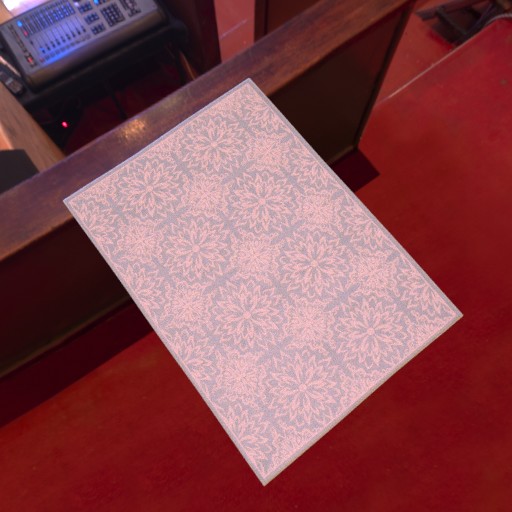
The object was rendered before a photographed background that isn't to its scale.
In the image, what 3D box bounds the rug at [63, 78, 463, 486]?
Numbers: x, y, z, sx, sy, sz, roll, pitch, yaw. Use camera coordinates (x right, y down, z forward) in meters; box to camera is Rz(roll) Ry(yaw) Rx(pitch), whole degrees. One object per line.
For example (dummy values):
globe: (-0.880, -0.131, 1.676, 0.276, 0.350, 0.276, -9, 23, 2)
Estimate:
rug: (0.000, 0.000, 2.882, 1.589, 0.014, 2.205, -37, 78, -10)
